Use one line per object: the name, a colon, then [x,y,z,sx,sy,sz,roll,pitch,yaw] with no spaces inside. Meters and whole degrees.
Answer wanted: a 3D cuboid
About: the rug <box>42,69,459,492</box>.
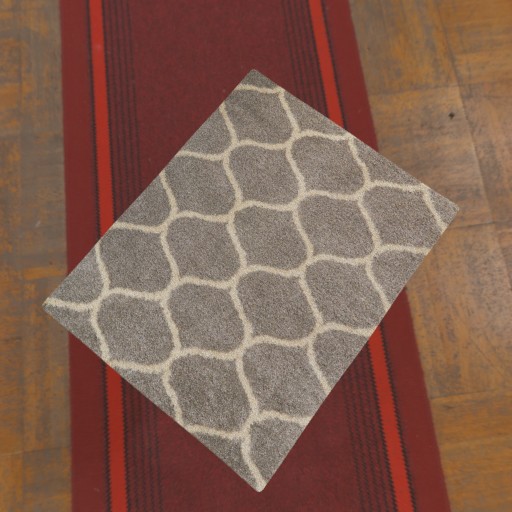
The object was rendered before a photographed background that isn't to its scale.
rug: [0.000,0.000,3.937,2.399,0.026,3.000,37,79,8]
